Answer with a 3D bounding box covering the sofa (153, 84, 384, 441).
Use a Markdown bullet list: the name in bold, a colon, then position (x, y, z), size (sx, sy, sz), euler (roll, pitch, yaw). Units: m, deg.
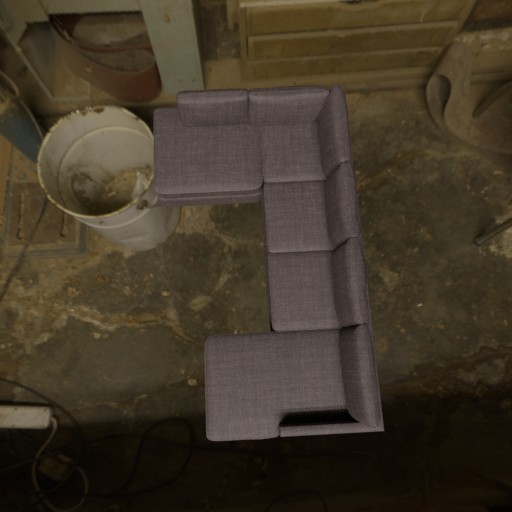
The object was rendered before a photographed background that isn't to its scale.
- **sofa**: position (0.000, 0.000, 4.444), size (2.048, 0.999, 3.423), euler (-3, 76, -1)
